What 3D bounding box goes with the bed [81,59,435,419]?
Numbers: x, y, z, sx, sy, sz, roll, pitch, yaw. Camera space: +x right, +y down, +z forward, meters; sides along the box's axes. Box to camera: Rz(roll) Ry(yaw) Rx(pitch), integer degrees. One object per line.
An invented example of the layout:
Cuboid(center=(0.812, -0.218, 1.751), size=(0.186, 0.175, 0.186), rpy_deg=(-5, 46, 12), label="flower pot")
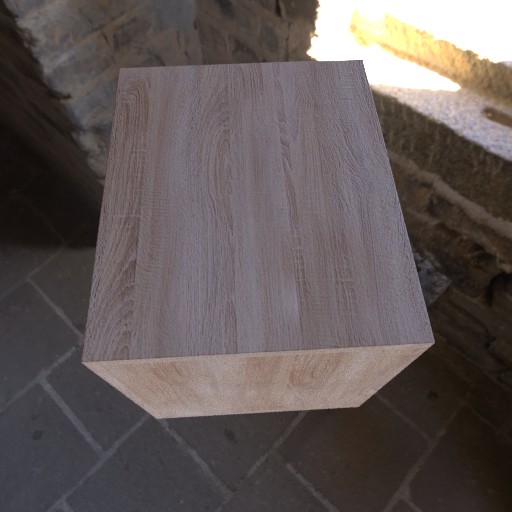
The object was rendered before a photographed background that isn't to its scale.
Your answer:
Cuboid(center=(0.000, 0.000, 0.770), size=(0.401, 0.420, 0.460), rpy_deg=(-3, 62, -2), label="bed")
